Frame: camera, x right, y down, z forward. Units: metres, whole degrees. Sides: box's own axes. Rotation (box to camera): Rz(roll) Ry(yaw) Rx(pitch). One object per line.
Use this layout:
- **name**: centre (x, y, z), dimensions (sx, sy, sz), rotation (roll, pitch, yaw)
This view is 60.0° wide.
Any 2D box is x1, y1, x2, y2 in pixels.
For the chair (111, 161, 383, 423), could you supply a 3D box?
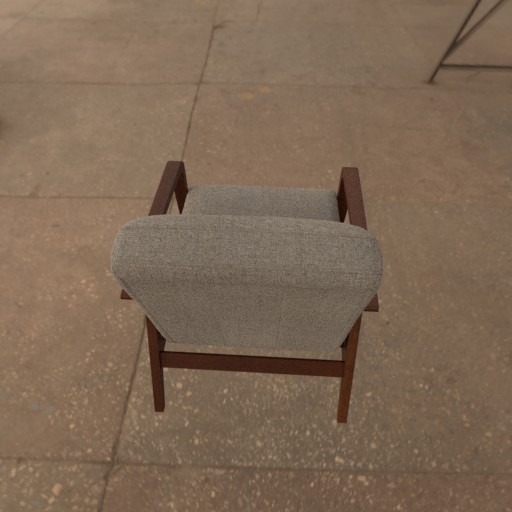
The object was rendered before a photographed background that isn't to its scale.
- **chair**: centre (0.000, 0.000, 1.490), dimensions (0.704, 0.847, 0.858), rotation (3, 46, 2)
